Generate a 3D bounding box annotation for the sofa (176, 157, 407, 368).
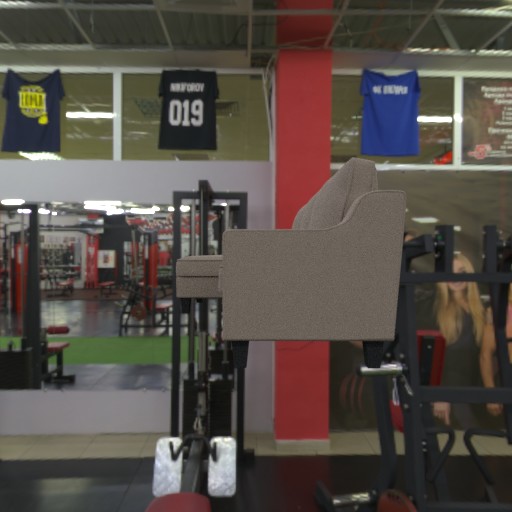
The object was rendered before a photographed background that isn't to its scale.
[{"bbox_3d":[0.000,0.000,3.108,1.294,0.928,2.561,0,1,1],"label":"sofa"}]
